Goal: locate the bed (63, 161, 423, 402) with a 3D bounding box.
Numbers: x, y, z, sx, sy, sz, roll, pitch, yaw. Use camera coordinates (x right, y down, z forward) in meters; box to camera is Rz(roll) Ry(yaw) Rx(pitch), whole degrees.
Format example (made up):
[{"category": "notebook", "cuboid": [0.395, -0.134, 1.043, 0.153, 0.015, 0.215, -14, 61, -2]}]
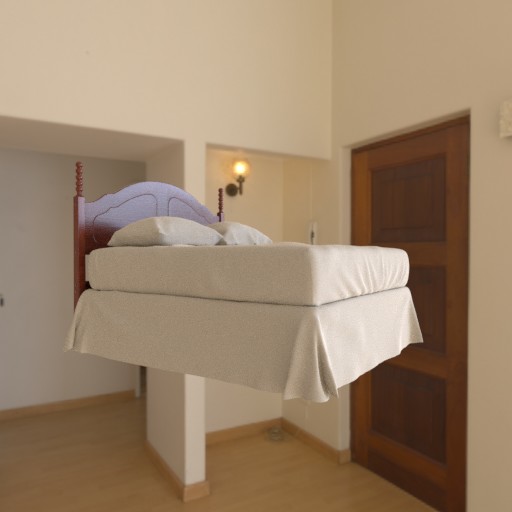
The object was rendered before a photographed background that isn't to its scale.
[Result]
[{"category": "bed", "cuboid": [0.000, 0.000, 3.279, 2.040, 1.356, 1.873, 0, 1, 35]}]
